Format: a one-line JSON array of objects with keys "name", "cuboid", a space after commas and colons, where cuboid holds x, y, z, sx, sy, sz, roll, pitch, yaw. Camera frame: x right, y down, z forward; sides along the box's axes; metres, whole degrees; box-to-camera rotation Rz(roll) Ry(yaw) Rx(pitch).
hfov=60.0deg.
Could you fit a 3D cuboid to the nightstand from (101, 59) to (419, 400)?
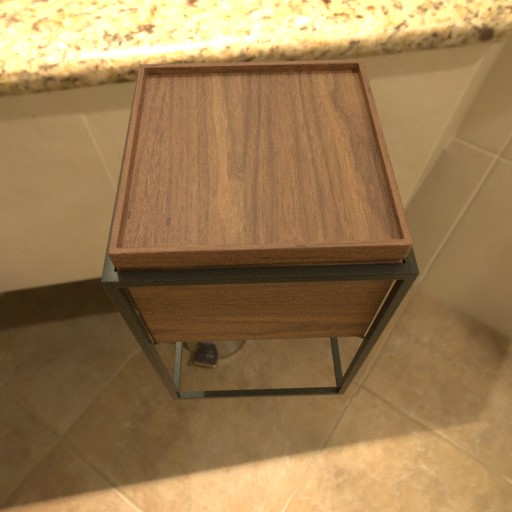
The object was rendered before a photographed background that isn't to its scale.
[{"name": "nightstand", "cuboid": [0.000, 0.000, 0.880, 0.397, 0.607, 0.397, -2, 58, -1]}]
